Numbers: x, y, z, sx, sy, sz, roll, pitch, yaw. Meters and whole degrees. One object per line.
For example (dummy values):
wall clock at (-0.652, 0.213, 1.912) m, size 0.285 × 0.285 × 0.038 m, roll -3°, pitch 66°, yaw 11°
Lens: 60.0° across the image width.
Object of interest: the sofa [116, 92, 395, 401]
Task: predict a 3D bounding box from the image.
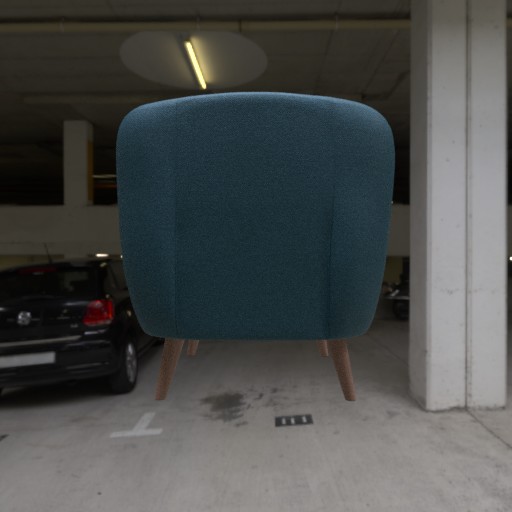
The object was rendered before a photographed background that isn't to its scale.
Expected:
sofa at (0.000, 0.000, 1.497) m, size 0.836 × 0.817 × 0.825 m, roll 0°, pitch 0°, yaw 1°
